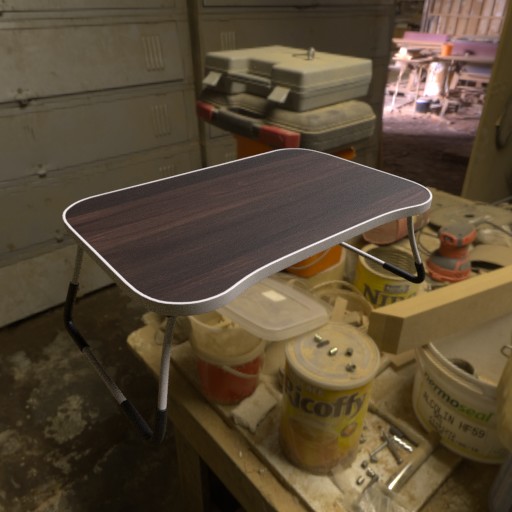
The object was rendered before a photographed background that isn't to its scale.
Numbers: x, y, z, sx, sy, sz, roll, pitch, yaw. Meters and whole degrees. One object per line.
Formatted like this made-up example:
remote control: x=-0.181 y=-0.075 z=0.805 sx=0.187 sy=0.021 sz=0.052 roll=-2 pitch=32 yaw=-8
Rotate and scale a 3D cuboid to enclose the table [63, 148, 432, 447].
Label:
table: x=0.000 y=0.000 z=0.849 sx=0.660 sy=0.232 sz=0.400 roll=-22 pitch=37 yaw=-33
